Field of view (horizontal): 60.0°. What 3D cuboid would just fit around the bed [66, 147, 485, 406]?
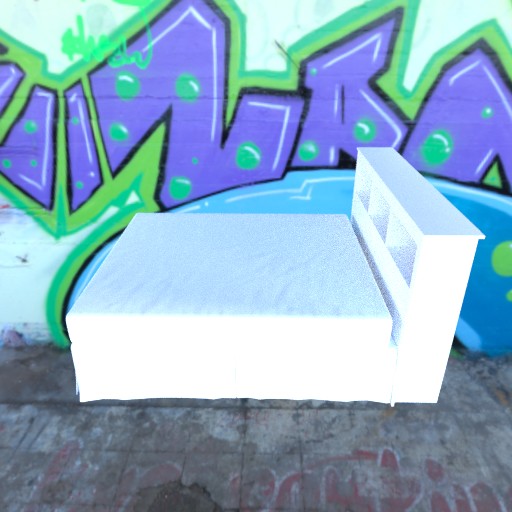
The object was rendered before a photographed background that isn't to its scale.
[{"bbox_3d":[0.000,0.000,3.040,2.133,1.092,1.671,0,27,1],"label":"bed"}]
